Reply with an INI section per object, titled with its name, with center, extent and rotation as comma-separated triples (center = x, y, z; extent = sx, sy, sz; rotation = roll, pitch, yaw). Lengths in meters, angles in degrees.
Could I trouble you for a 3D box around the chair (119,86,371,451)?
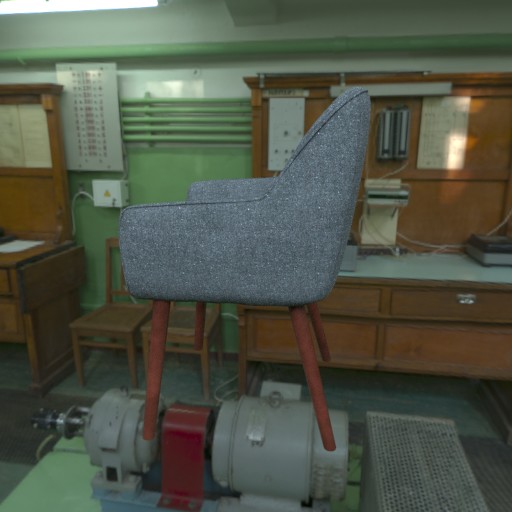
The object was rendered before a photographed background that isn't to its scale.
[chair]
center = 0.000, 0.000, 1.169
extent = 0.519, 0.803, 0.543
rotation = 2, 15, 7
